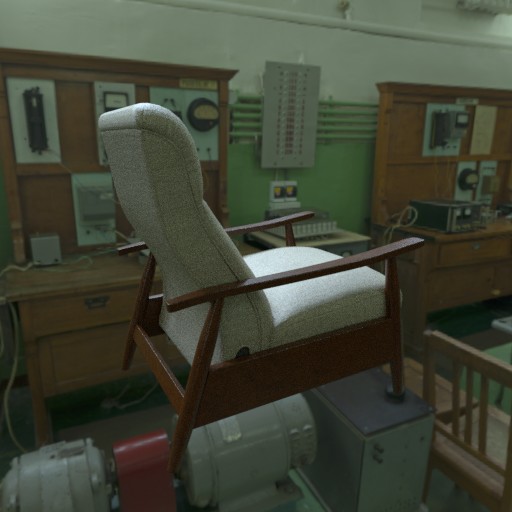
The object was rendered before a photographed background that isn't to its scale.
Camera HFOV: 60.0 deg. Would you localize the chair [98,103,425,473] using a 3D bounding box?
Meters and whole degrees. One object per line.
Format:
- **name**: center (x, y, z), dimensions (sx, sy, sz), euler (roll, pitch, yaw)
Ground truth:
- **chair**: center (0.000, 0.000, 1.742), dimensions (1.014, 1.082, 0.762), euler (-8, 17, -27)
